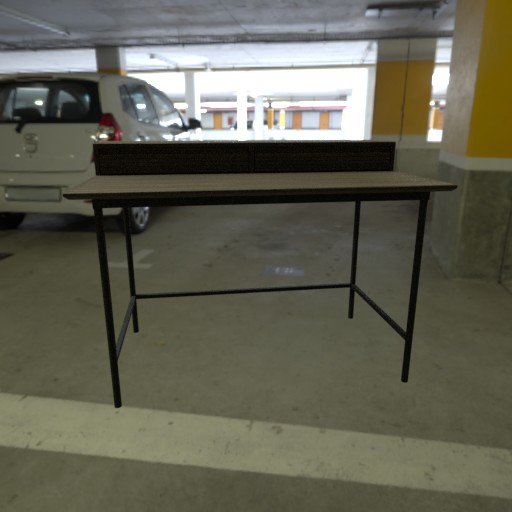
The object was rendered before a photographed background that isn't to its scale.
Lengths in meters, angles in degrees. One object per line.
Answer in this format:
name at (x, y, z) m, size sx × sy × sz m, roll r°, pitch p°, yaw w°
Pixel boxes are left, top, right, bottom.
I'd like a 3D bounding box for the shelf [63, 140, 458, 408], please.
shelf at (0.000, 0.000, 1.756) m, size 1.212 × 0.865 × 0.685 m, roll -2°, pitch 17°, yaw -8°
